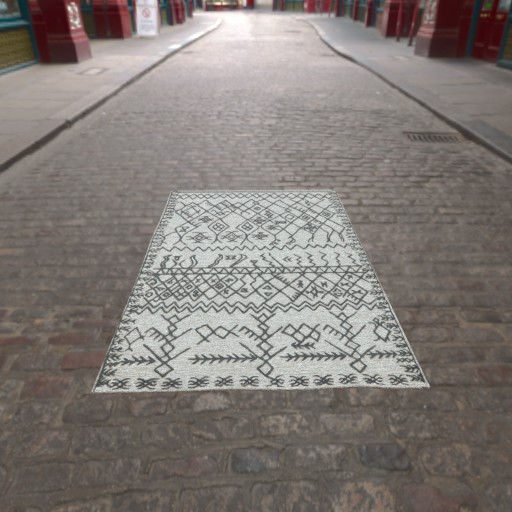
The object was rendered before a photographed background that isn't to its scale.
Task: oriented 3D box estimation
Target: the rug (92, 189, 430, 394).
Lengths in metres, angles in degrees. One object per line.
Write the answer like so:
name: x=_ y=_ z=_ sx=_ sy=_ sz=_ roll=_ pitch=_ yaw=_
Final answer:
rug: x=0.000 y=0.000 z=4.779 sx=2.393 sy=0.019 sz=3.824 roll=-1 pitch=30 yaw=-1
